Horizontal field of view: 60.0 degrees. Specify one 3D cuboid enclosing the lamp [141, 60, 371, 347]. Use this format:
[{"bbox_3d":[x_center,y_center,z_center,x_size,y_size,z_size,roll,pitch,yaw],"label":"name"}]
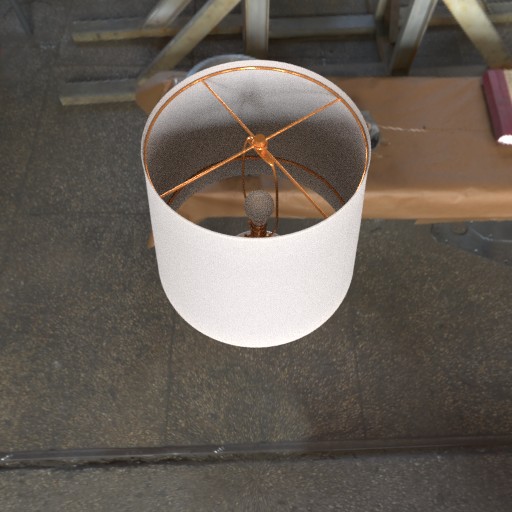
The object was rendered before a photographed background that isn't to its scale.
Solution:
[{"bbox_3d":[0.000,0.000,0.440,0.189,0.340,0.189,0,63,0],"label":"lamp"}]
